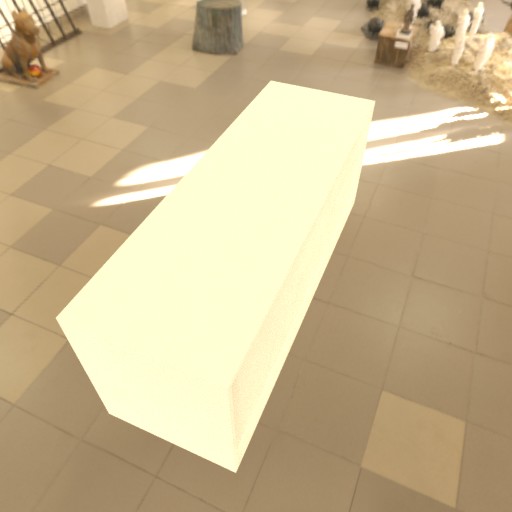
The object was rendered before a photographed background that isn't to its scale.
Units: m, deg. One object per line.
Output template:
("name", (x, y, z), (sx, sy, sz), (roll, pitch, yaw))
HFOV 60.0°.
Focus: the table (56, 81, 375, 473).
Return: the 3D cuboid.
("table", (0.000, 0.000, 1.850), (0.508, 0.769, 1.500), (17, 49, 16))
